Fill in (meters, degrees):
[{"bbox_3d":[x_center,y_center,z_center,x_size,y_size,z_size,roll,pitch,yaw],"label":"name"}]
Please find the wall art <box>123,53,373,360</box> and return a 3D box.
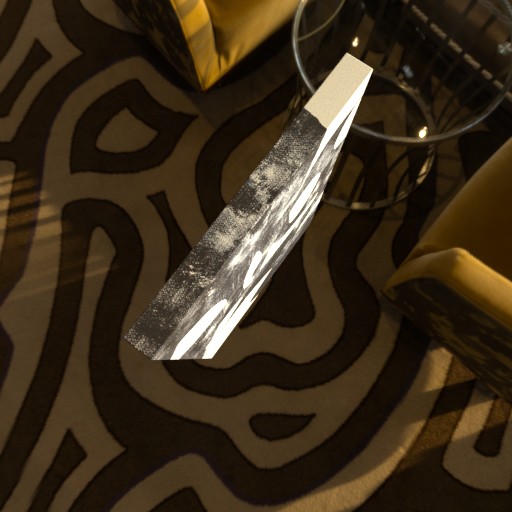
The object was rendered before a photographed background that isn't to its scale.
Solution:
[{"bbox_3d":[0.000,0.000,0.776,0.039,0.610,0.407,35,80,8],"label":"wall art"}]
